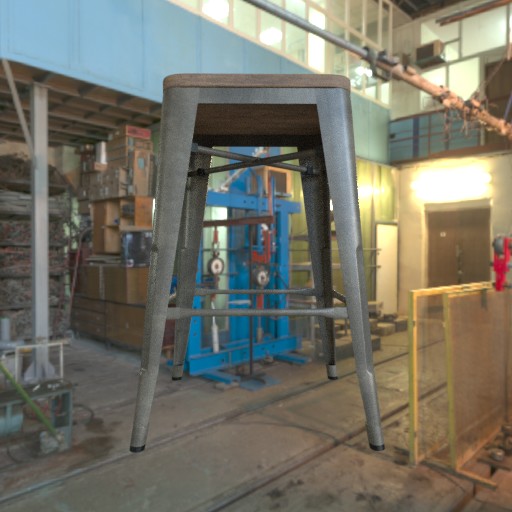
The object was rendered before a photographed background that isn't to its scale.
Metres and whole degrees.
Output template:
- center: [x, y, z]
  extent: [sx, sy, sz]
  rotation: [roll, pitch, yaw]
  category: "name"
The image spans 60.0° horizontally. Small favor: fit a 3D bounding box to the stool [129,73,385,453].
- center: [0.000, 0.000, 0.893]
  extent: [0.407, 0.607, 0.407]
  rotation: [0, 1, -1]
  category: "stool"
